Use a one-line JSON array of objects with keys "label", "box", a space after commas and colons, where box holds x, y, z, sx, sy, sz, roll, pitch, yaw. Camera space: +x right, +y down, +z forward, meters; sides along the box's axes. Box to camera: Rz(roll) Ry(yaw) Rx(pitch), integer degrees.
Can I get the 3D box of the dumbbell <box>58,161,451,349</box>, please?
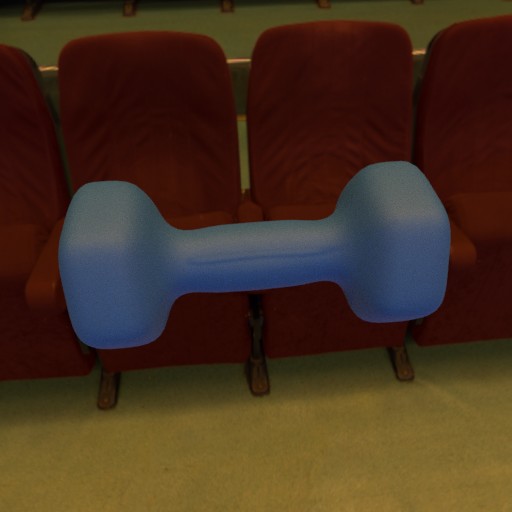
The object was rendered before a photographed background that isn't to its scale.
[{"label": "dumbbell", "box": [0.000, 0.000, 0.266, 0.212, 0.093, 0.103, -4, 48, -4]}]
